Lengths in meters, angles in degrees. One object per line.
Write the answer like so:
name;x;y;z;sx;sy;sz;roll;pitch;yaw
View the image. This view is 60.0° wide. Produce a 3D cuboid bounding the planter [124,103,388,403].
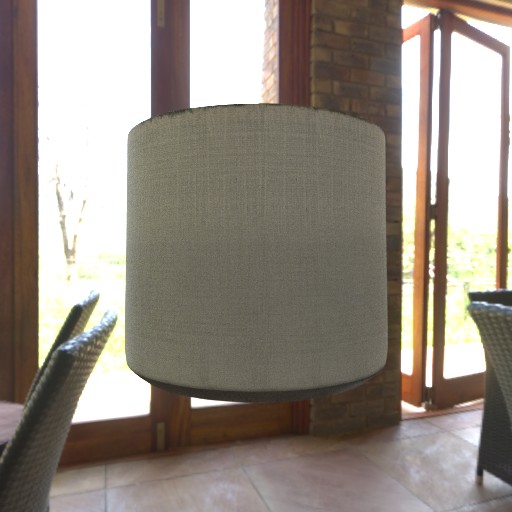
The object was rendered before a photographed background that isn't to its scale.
planter;0.000;0.000;0.396;0.226;0.201;0.226;0;0;0
